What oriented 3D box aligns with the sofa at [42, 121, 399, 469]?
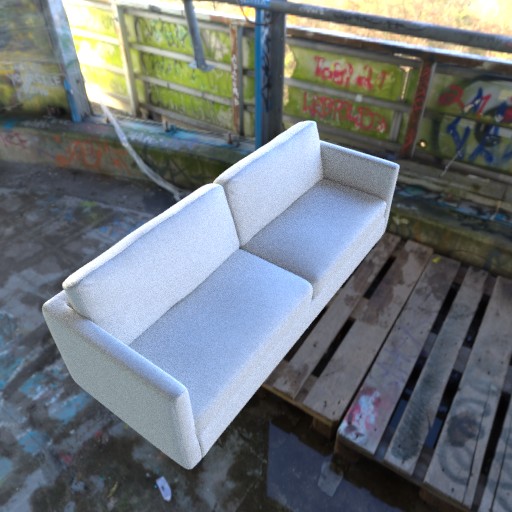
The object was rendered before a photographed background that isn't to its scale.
[{"bbox_3d":[0.000,0.000,2.910,0.948,0.965,2.434,25,47,26],"label":"sofa"}]
